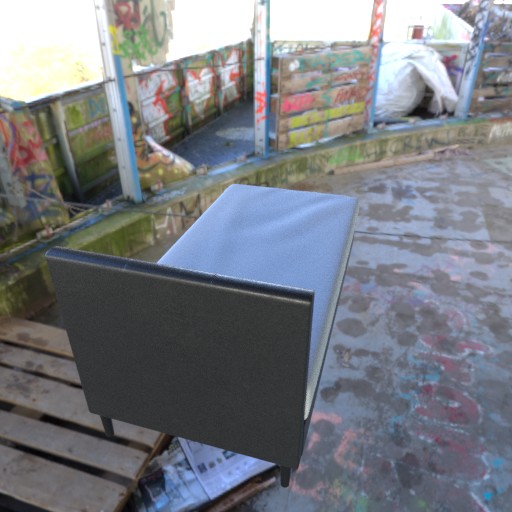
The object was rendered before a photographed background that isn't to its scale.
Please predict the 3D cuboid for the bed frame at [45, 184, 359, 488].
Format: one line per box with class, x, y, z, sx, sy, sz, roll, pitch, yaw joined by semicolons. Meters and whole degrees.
bed frame;0.000;0.000;2.513;1.038;1.046;2.152;9;32;14
